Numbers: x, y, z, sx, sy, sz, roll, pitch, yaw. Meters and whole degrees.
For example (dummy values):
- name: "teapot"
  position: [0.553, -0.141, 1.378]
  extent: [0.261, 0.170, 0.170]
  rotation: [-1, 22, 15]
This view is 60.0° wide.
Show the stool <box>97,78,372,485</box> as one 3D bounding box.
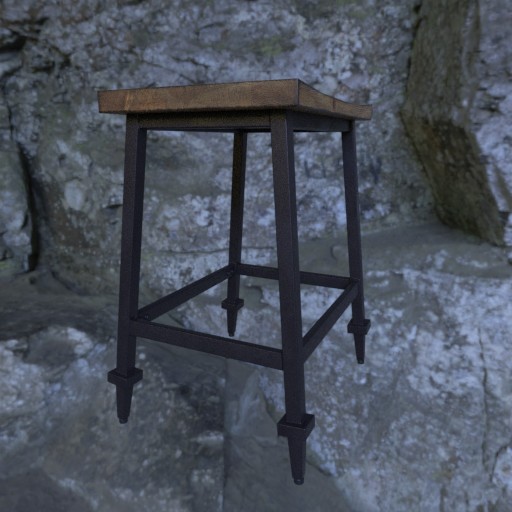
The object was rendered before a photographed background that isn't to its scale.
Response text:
- name: "stool"
  position: [0.000, 0.000, 0.929]
  extent: [0.405, 0.625, 0.486]
  rotation: [7, 16, 25]
